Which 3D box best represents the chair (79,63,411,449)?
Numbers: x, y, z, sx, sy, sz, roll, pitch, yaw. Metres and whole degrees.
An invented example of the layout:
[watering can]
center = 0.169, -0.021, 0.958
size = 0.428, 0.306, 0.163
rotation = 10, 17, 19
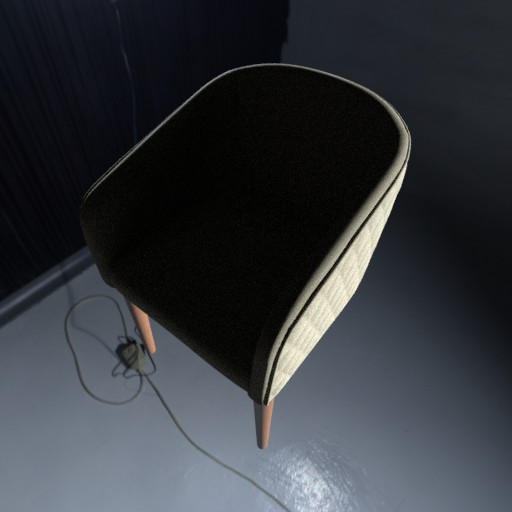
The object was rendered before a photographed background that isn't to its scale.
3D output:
[chair]
center = 0.000, 0.000, 1.177
size = 0.584, 0.775, 0.616
rotation = 31, 54, 26
